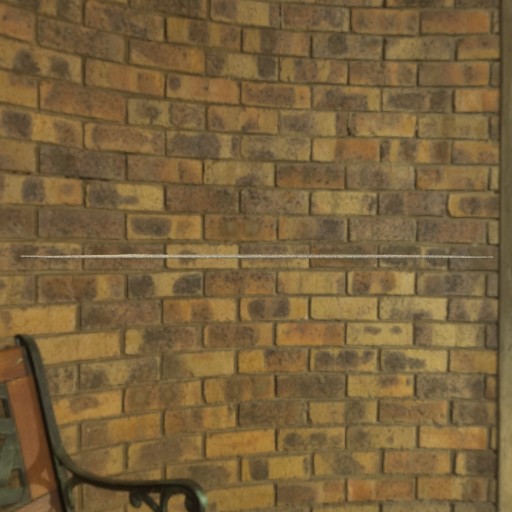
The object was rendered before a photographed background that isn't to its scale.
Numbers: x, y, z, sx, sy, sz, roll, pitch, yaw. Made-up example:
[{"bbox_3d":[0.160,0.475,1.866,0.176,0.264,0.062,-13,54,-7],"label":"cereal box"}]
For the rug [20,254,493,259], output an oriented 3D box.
[{"bbox_3d":[0.000,0.000,4.077,3.069,0.026,2.451,0,0,-1],"label":"rug"}]
